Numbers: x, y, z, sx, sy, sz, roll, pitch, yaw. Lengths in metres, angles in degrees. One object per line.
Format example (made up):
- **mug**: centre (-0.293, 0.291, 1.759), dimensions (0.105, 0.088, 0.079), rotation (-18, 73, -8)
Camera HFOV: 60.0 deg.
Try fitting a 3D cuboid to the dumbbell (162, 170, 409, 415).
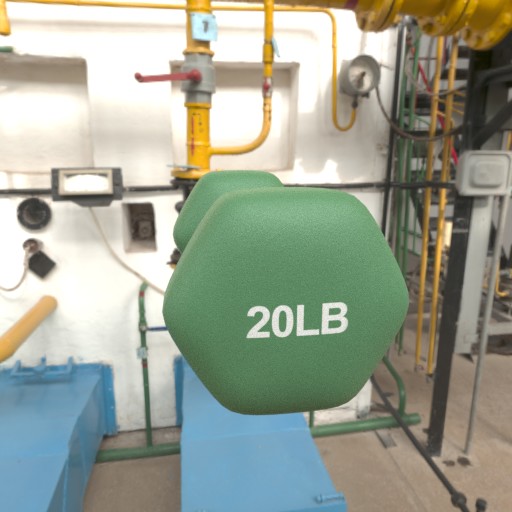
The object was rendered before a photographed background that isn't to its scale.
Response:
- **dumbbell**: centre (0.000, 0.000, 0.322), dimensions (0.126, 0.114, 0.257), rotation (-2, 14, -8)
